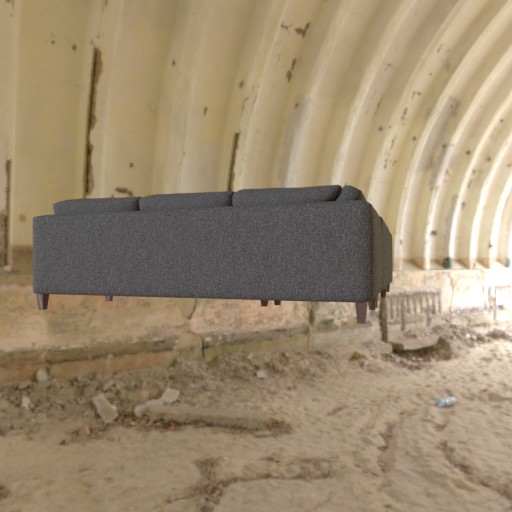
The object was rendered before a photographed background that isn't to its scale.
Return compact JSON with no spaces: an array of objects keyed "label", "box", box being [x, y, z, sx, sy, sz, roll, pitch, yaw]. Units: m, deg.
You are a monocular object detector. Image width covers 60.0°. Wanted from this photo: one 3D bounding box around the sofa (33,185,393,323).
[{"label":"sofa","box":[0.000,0.000,4.461,2.551,0.853,3.238,0,-1,19]}]
